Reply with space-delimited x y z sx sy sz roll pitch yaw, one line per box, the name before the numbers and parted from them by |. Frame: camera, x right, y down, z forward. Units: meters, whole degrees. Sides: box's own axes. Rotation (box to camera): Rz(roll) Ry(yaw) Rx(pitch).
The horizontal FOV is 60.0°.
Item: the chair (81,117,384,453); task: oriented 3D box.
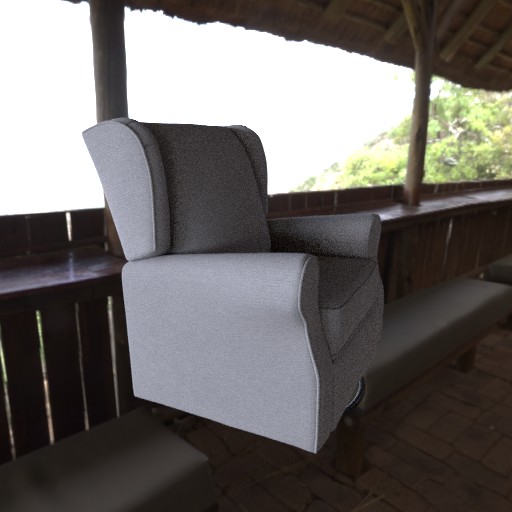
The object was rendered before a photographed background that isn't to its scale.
chair | 0.000 0.000 1.648 0.854 0.966 0.906 8 17 26
